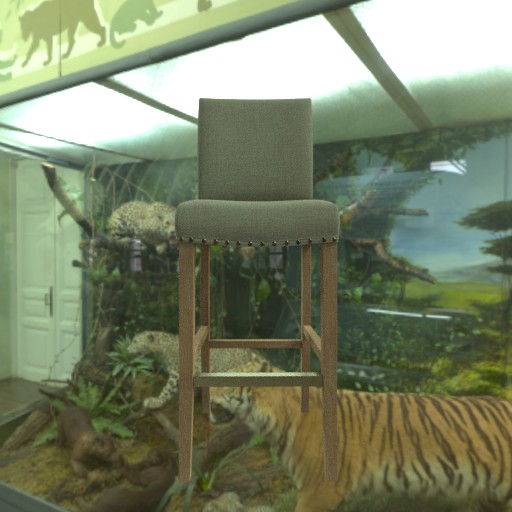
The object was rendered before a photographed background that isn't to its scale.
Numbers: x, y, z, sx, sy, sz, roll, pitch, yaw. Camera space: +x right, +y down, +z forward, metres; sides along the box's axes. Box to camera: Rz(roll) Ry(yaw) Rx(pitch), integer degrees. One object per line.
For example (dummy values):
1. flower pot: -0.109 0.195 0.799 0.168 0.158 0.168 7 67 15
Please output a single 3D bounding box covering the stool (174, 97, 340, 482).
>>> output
1. stool: 0.000 0.000 1.461 0.445 1.203 0.585 0 1 -1
